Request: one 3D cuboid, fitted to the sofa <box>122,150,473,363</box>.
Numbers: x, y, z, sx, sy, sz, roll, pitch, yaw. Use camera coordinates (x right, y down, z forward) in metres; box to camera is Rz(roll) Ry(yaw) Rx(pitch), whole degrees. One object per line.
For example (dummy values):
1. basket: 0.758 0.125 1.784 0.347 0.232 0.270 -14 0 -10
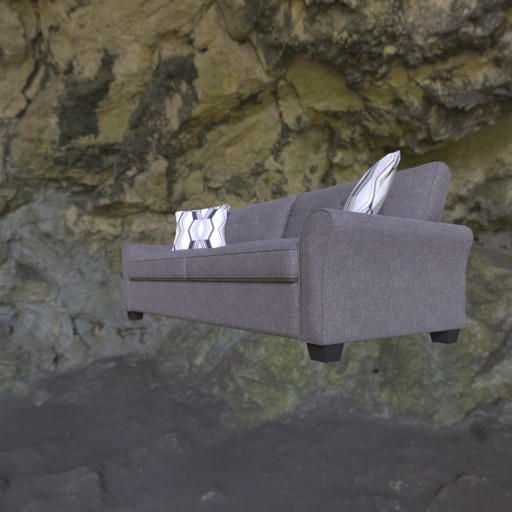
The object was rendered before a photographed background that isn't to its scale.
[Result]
1. sofa: 0.000 0.000 2.495 0.889 0.813 2.032 2 -3 -36
